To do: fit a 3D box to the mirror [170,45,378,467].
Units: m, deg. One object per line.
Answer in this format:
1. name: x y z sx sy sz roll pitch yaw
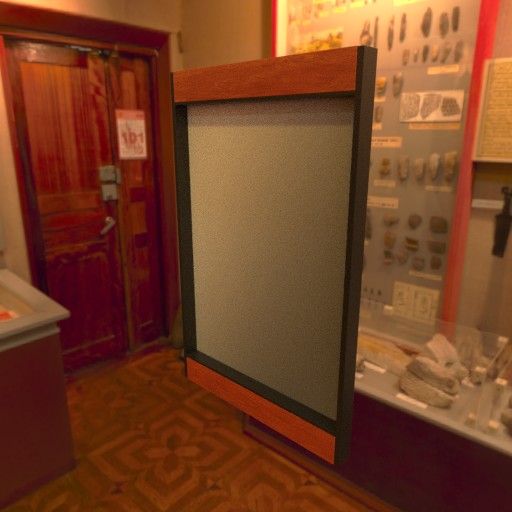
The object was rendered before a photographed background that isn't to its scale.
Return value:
1. mirror: 0.000 0.000 1.018 0.525 0.823 0.047 15 21 41
